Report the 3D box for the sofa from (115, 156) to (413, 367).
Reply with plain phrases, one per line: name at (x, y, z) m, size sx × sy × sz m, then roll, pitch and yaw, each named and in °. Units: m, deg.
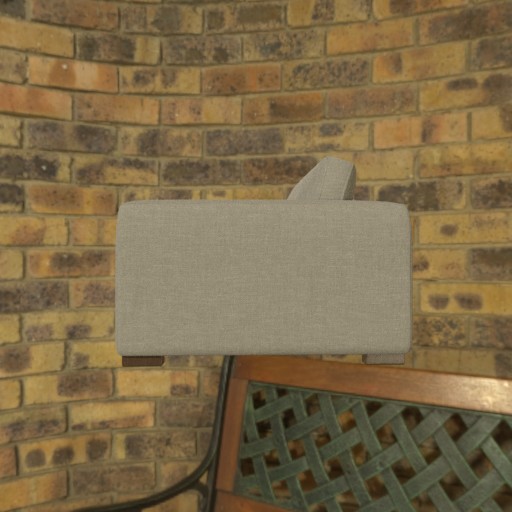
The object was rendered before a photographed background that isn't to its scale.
sofa at (0.000, 0.000, 2.484) m, size 1.069 × 0.800 × 1.920 m, roll 0°, pitch -1°, yaw -2°
